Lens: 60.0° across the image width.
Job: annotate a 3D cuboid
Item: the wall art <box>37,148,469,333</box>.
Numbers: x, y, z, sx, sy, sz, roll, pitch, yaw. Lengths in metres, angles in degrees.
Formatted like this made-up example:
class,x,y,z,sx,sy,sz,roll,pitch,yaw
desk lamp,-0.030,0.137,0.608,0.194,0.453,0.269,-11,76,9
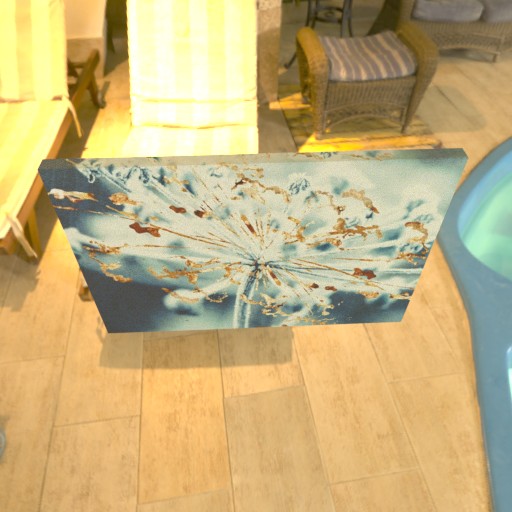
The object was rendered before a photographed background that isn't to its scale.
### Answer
class,x,y,z,sx,sy,sz,roll,pitch,yaw
wall art,0.000,0.000,1.170,0.912,0.608,0.038,-2,47,-2
